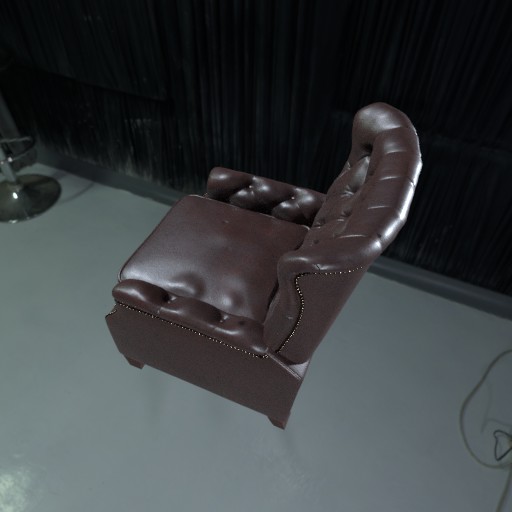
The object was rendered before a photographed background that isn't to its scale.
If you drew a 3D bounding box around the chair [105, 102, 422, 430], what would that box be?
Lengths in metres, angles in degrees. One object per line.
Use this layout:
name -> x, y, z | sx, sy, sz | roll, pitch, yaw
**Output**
chair -> 0.000, 0.000, 1.455 | 0.823, 0.864, 0.709 | 17, 49, 16
